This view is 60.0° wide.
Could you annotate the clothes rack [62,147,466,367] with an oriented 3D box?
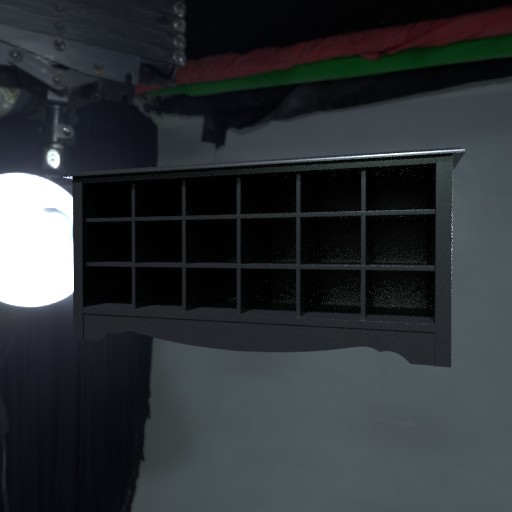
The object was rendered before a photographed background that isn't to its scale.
[{"bbox_3d":[0.000,0.000,1.479,1.219,0.556,0.406,0,1,18],"label":"clothes rack"}]
